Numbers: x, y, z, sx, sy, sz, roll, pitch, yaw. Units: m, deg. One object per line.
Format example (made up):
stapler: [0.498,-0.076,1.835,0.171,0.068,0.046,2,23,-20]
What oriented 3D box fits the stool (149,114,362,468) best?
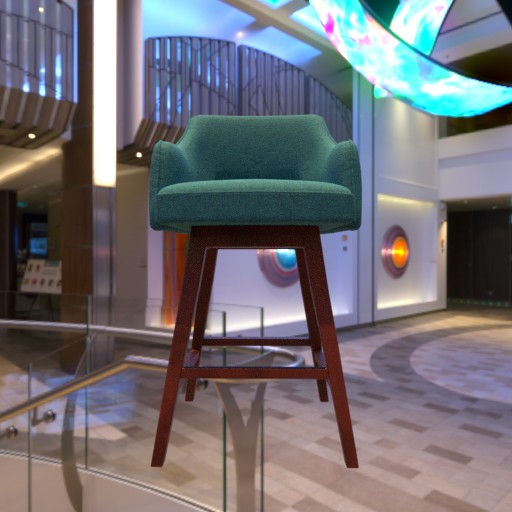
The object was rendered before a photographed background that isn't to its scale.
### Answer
stool: [0.000,0.000,1.275,0.548,0.961,0.556,0,0,1]
